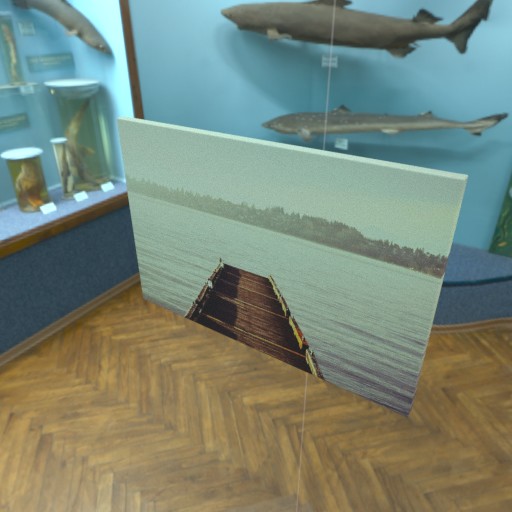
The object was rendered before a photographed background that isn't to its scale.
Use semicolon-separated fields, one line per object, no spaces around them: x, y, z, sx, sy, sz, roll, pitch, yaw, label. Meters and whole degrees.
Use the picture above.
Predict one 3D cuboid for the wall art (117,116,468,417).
0.000;0.000;1.469;1.149;0.765;0.040;18;34;29;wall art
